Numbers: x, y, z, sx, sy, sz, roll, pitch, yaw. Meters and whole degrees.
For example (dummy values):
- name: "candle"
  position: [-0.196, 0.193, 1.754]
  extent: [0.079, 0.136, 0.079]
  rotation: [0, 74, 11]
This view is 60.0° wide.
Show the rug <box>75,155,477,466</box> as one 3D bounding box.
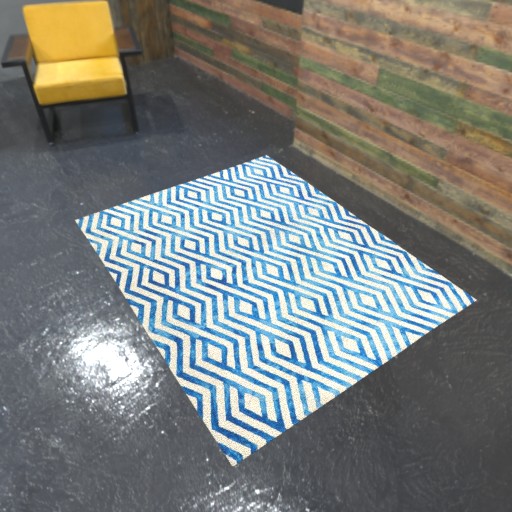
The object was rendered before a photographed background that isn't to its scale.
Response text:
- name: "rug"
  position: [0.000, 0.000, 4.172]
  extent: [2.453, 0.008, 3.059]
  rotation: [-24, 47, -25]
